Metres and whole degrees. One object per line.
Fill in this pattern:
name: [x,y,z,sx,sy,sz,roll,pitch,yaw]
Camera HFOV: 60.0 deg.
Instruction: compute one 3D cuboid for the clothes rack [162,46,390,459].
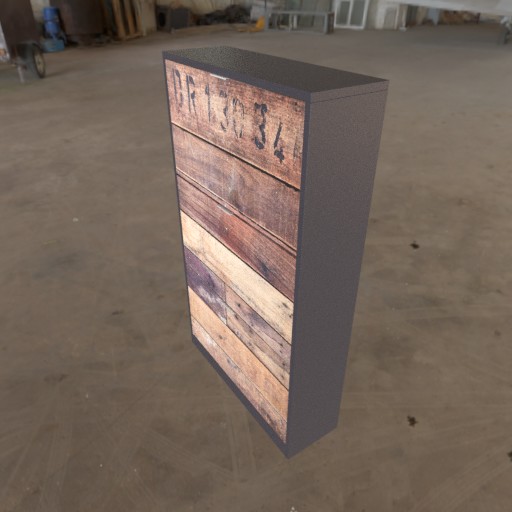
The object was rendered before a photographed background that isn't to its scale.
clothes rack: [0.000,0.000,1.587,0.250,1.280,0.750,-20,37,-29]
